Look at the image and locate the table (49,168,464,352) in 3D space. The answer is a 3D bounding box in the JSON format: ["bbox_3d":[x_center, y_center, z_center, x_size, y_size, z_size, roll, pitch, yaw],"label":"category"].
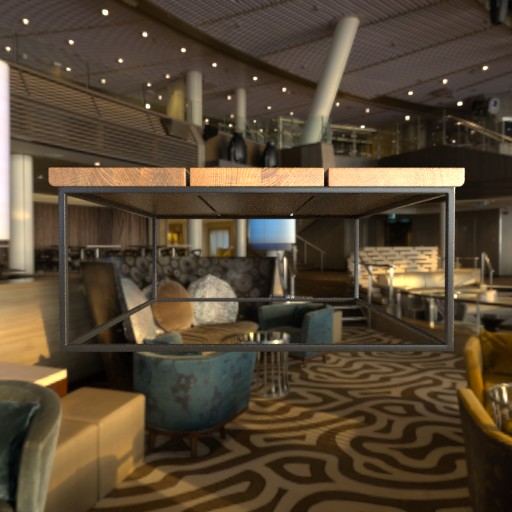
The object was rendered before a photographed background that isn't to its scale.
[{"bbox_3d":[0.000,0.000,1.413,0.900,0.400,0.900,0,1,0],"label":"table"}]
